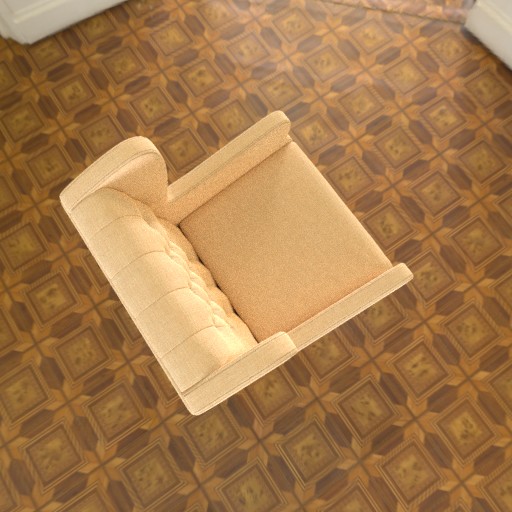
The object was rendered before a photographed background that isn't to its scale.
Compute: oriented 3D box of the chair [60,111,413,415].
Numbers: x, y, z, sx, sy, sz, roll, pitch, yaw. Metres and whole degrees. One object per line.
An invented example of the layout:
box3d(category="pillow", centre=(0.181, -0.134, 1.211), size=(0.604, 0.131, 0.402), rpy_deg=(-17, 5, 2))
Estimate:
box3d(category="chair", centre=(0.000, 0.000, 1.478), size=(0.760, 0.930, 0.710), rpy_deg=(-34, 78, -8))
